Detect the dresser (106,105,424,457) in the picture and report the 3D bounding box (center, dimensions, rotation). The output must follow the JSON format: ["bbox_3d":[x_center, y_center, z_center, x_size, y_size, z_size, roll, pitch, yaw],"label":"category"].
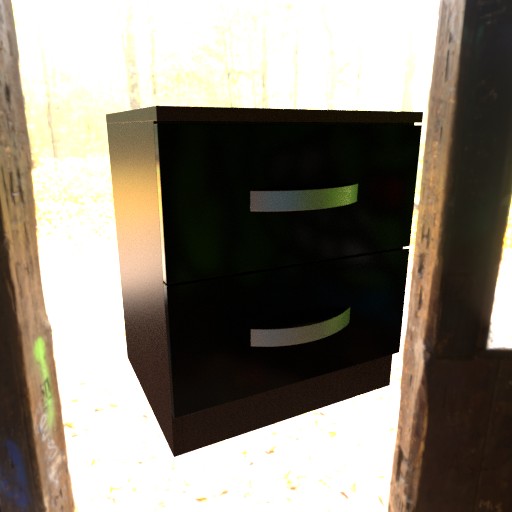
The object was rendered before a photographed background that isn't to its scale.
[{"bbox_3d":[0.000,0.000,0.764,0.400,0.470,0.360,-8,18,-26],"label":"dresser"}]
